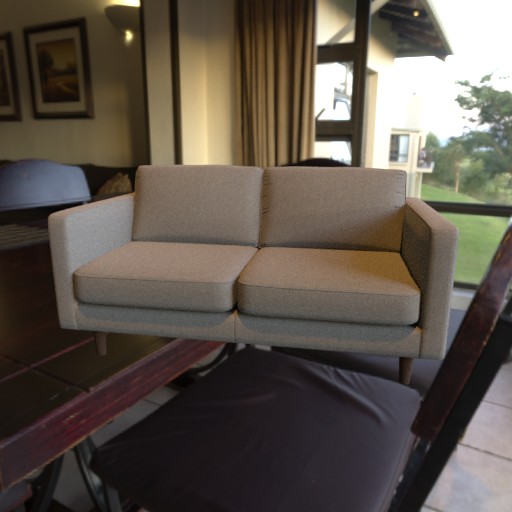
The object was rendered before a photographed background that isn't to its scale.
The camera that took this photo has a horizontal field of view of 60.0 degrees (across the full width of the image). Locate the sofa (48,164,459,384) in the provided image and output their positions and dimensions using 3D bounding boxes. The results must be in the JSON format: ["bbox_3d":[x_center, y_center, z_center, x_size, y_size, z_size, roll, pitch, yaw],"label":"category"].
[{"bbox_3d":[0.000,0.000,2.310,1.731,0.900,1.000,3,15,10],"label":"sofa"}]
